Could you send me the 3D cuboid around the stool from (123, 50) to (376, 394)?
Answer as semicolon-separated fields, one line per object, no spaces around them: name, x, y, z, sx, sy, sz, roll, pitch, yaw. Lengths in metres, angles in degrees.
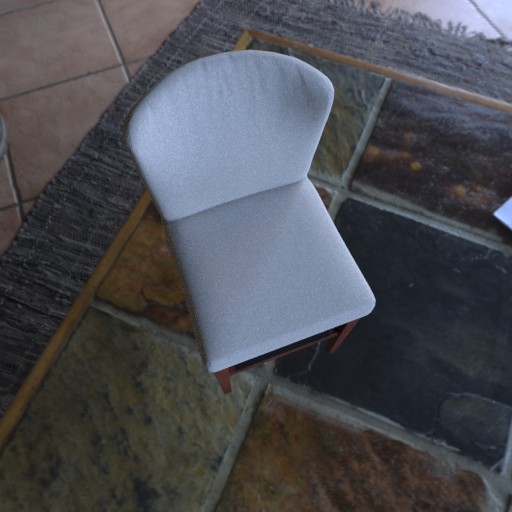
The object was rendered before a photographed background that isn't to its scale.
stool;0.000;0.000;1.295;0.479;0.968;0.568;-19;65;-9
